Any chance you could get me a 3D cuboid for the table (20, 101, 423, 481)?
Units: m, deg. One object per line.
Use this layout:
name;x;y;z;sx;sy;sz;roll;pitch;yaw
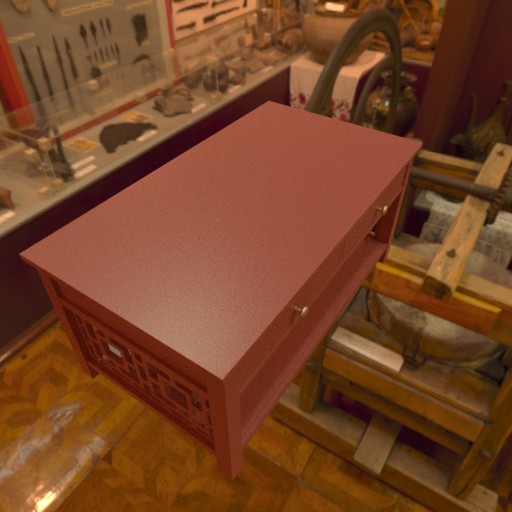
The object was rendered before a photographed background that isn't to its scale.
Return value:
table;0.000;0.000;1.400;0.612;0.493;1.068;24;47;25
